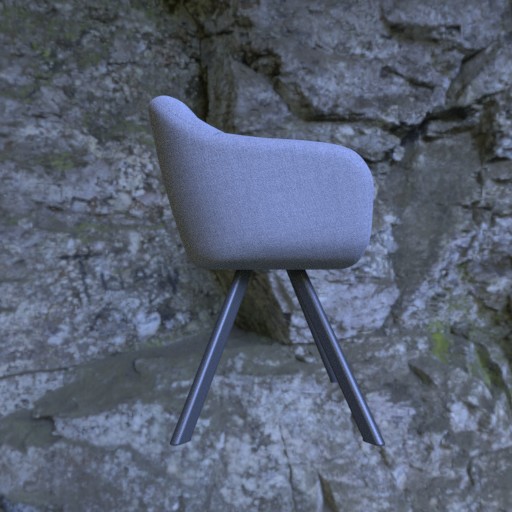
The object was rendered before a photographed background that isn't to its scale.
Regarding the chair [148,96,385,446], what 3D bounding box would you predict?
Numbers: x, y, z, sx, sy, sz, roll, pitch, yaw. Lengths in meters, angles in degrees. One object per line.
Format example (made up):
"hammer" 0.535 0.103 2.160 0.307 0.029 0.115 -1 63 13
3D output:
"chair" 0.000 0.000 1.174 0.550 0.795 0.590 0 0 0
